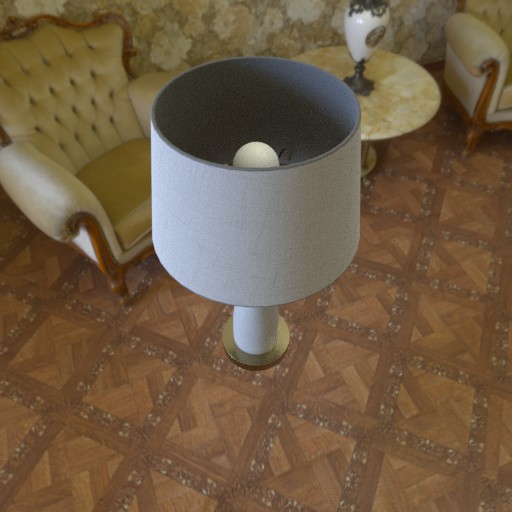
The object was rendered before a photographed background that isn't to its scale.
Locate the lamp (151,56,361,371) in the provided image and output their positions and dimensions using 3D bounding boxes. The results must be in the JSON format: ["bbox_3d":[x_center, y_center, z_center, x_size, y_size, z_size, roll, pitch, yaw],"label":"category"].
[{"bbox_3d":[0.000,0.000,0.726,0.309,0.545,0.309,0,49,0],"label":"lamp"}]
